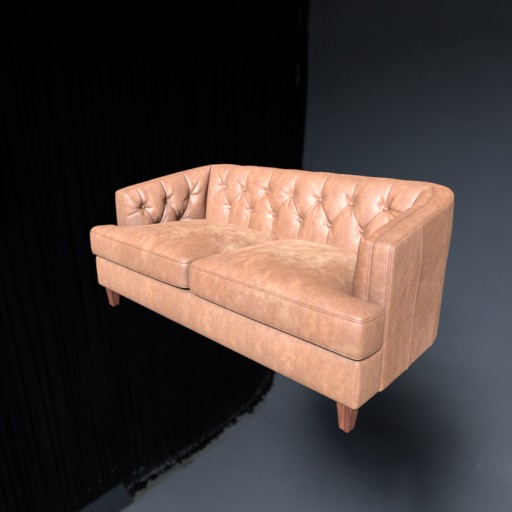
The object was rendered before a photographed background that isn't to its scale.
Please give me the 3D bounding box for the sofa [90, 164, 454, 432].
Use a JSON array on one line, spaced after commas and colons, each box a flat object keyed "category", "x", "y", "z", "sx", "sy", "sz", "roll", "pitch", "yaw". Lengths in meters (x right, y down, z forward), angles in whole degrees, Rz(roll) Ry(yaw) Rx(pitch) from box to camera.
[{"category": "sofa", "x": 0.000, "y": 0.000, "z": 2.239, "sx": 1.755, "sy": 0.786, "sz": 0.914, "roll": 15, "pitch": 22, "yaw": 42}]
